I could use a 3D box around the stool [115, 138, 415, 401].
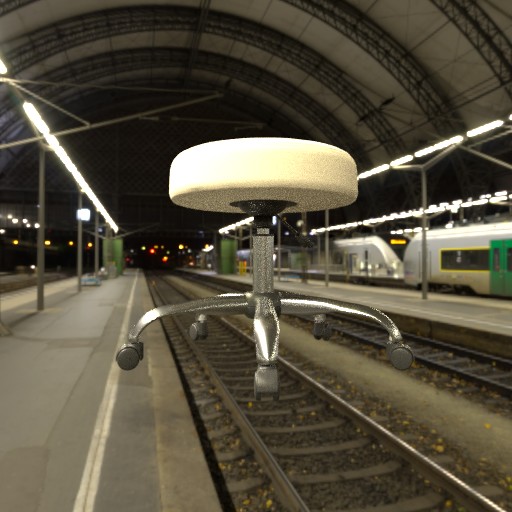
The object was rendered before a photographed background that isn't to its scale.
[{"bbox_3d":[0.000,0.000,1.060,0.634,0.482,0.614,1,-1,-36],"label":"stool"}]
